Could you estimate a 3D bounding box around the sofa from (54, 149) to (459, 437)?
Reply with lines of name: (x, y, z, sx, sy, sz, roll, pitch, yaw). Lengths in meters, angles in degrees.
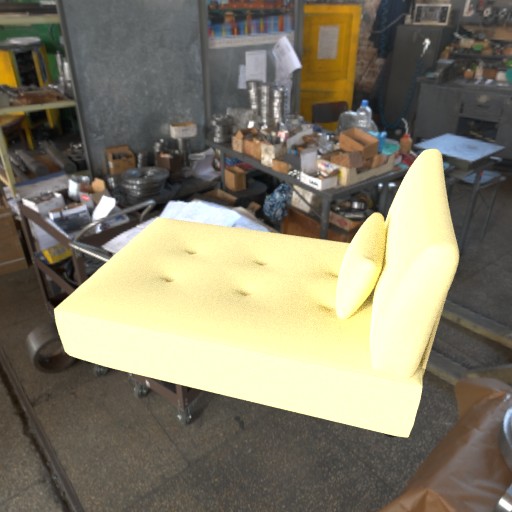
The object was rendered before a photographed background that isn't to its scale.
sofa: (0.000, 0.000, 1.944, 1.450, 0.820, 0.930, 9, 32, 14)
